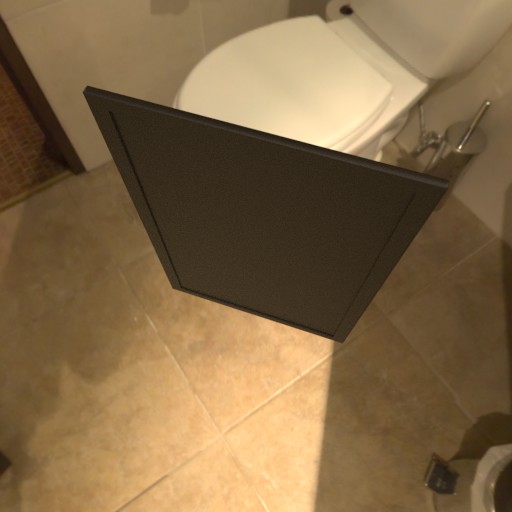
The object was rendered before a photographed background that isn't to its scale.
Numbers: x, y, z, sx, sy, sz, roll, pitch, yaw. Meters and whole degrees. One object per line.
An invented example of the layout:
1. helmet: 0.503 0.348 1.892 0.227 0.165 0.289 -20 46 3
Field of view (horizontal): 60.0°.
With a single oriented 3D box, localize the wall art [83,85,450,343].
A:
1. wall art: 0.000 0.000 0.819 0.451 0.661 0.012 17 65 8
